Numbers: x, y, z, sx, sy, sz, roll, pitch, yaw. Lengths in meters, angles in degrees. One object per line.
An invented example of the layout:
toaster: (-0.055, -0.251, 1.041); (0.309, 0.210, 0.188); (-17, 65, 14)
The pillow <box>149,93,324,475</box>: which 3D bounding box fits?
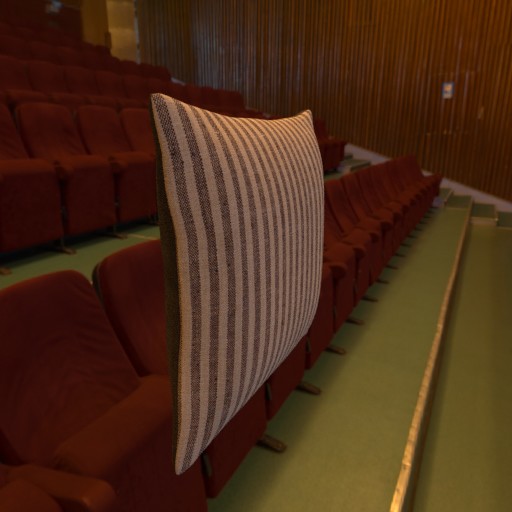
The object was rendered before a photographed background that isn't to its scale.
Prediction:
pillow: (0.000, 0.000, 0.776); (0.166, 0.506, 0.523); (8, 18, 25)
